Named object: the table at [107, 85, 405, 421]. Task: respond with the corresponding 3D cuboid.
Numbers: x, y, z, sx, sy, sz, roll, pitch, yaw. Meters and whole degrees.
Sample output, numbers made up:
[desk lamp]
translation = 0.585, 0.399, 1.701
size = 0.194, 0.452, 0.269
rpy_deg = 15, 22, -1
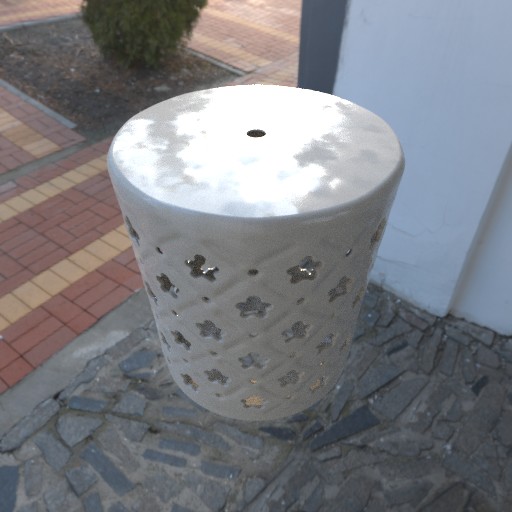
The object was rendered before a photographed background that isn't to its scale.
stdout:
[table]
translation = 0.000, 0.000, 0.656
size = 0.352, 0.387, 0.352
rpy_deg = 0, 41, 0
